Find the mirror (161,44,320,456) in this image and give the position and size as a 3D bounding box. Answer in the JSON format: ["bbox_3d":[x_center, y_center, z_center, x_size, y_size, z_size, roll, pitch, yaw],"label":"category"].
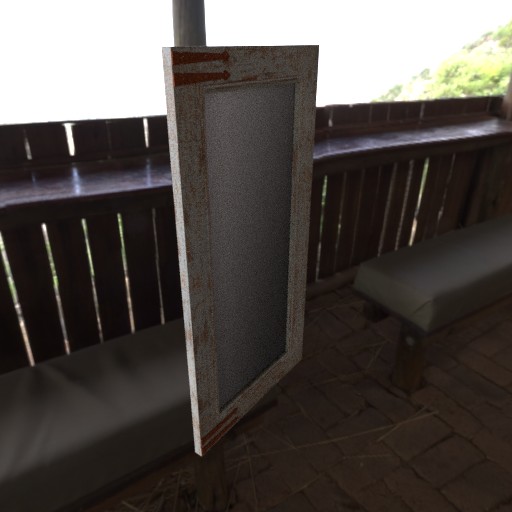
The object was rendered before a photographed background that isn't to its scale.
[{"bbox_3d":[0.000,0.000,1.075,0.027,0.922,0.472,18,31,33],"label":"mirror"}]
